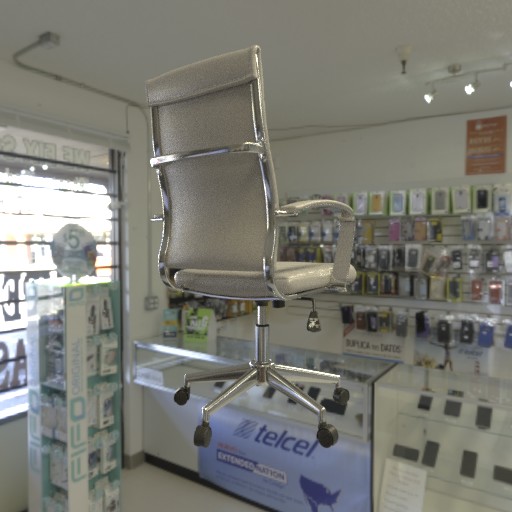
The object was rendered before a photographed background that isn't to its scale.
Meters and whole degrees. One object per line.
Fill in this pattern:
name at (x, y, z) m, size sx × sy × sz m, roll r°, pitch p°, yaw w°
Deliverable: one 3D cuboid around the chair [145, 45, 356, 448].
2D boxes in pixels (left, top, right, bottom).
chair at (0.000, 0.000, 1.568) m, size 0.679 × 1.149 × 0.667 m, roll 1°, pitch 2°, yaw 36°
